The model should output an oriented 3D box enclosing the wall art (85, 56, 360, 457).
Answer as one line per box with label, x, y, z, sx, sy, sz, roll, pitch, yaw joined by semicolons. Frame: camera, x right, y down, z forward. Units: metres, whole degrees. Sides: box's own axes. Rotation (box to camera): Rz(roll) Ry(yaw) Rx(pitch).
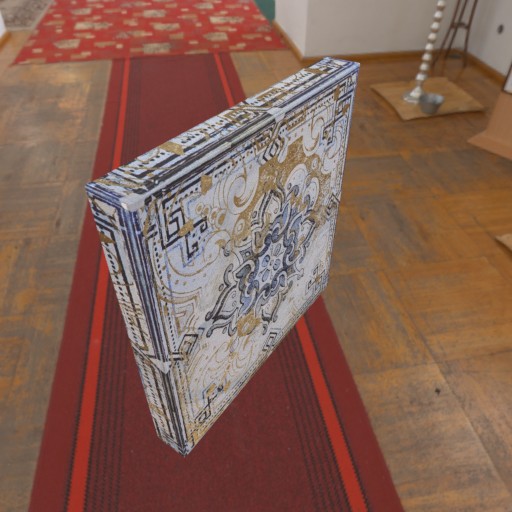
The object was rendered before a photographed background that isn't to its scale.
wall art;0.000;0.000;0.449;0.038;0.306;0.302;25;46;26
